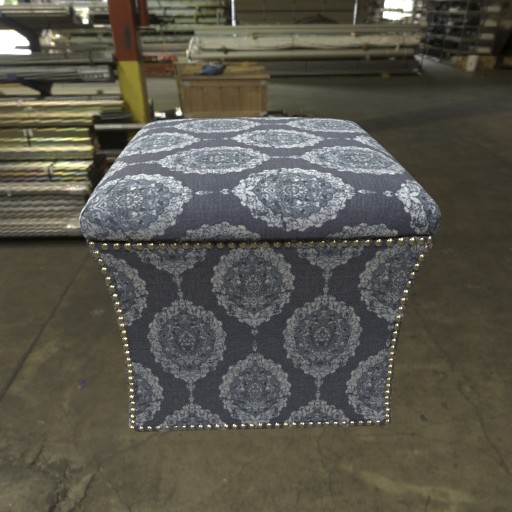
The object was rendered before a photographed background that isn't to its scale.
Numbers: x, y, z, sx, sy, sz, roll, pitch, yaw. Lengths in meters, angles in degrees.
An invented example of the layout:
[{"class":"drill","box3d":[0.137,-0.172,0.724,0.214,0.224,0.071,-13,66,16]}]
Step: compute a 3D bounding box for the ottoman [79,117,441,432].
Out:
[{"class":"ottoman","box3d":[0.000,0.000,0.890,0.507,0.475,0.497,-1,30,-2]}]
